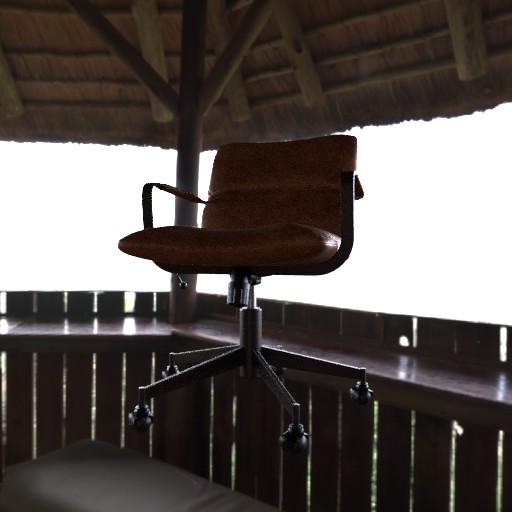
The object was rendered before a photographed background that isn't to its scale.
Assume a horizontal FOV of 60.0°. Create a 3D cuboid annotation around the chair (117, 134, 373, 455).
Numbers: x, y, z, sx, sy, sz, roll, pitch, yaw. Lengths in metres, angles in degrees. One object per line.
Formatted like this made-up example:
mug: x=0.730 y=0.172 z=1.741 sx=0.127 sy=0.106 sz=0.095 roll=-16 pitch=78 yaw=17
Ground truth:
chair: x=0.000 y=0.000 z=1.426 sx=0.727 sy=0.922 sz=0.754 roll=0 pitch=0 yaw=18
